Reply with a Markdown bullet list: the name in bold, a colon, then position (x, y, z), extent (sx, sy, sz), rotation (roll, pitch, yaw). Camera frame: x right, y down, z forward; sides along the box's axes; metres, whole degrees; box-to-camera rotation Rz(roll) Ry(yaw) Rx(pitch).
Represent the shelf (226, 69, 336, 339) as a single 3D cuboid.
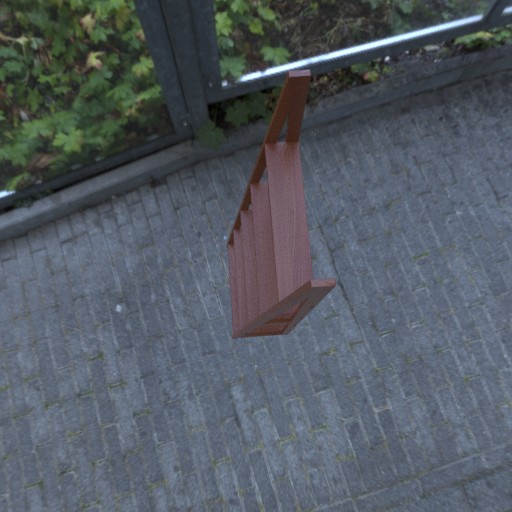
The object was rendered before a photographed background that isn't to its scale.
- **shelf**: position (0.000, 0.000, 2.043), extent (0.356, 1.780, 0.630), rotation (-4, 76, -1)
